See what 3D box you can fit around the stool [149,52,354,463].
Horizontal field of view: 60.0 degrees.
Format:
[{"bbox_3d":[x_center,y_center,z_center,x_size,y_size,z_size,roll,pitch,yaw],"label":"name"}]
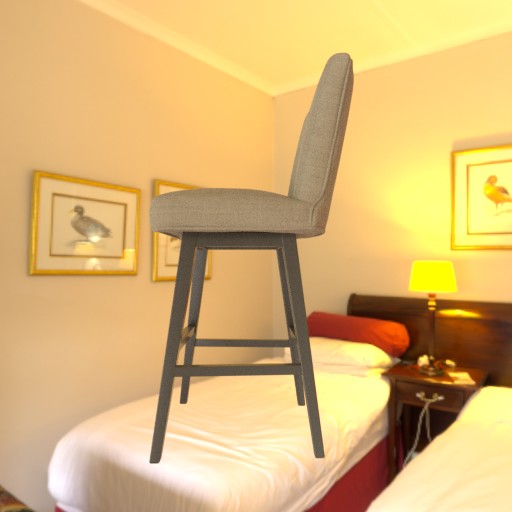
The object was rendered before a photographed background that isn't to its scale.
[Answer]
[{"bbox_3d":[0.000,0.000,1.413,0.574,1.086,0.514,0,-1,-1],"label":"stool"}]
